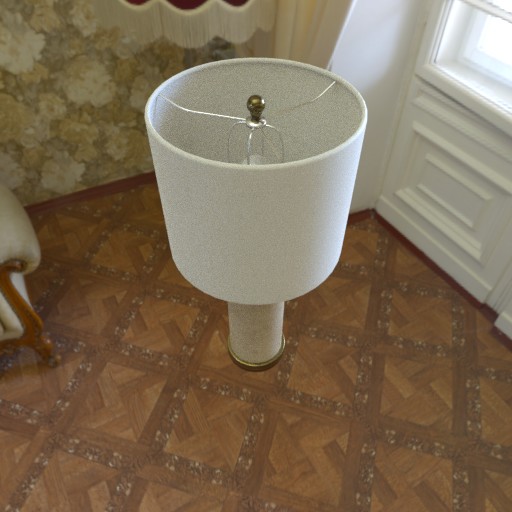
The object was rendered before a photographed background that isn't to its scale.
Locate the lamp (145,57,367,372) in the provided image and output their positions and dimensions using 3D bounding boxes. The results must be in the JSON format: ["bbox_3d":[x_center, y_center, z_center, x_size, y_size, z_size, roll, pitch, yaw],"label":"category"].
[{"bbox_3d":[0.000,0.000,0.835,0.305,0.634,0.305,11,47,10],"label":"lamp"}]
